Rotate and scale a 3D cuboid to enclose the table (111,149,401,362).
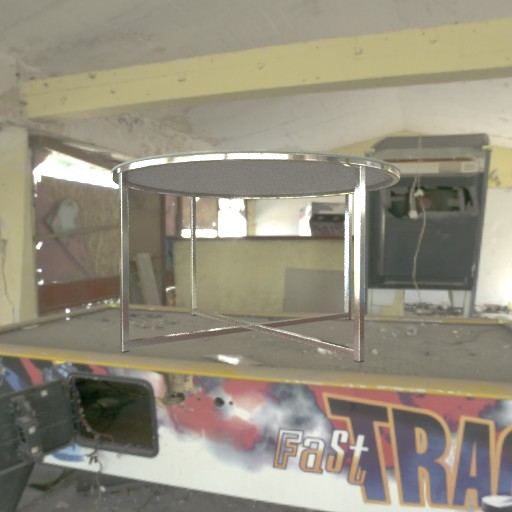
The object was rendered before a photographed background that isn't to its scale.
[{"bbox_3d":[0.000,0.000,1.293,0.800,0.450,0.800,0,2,0],"label":"table"}]
